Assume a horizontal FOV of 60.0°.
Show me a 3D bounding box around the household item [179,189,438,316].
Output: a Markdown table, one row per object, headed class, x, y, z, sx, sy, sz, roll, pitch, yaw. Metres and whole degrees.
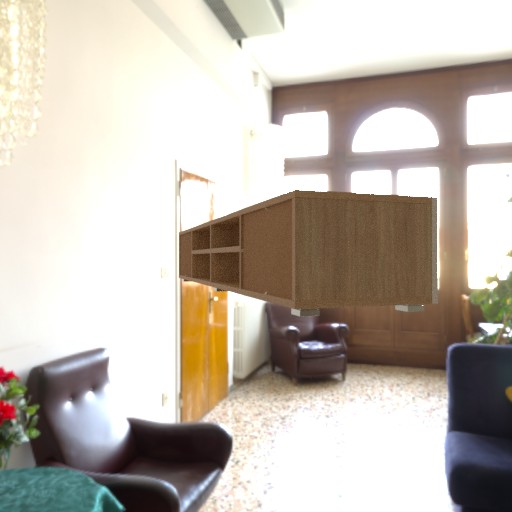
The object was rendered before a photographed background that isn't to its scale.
| class | x | y | z | sx | sy | sz | roll | pitch | yaw |
| --- | --- | --- | --- | --- | --- | --- | --- | --- | --- |
| household item | 0.000 | 0.000 | 2.010 | 0.420 | 0.310 | 1.850 | 0 | 0 | -18 |
